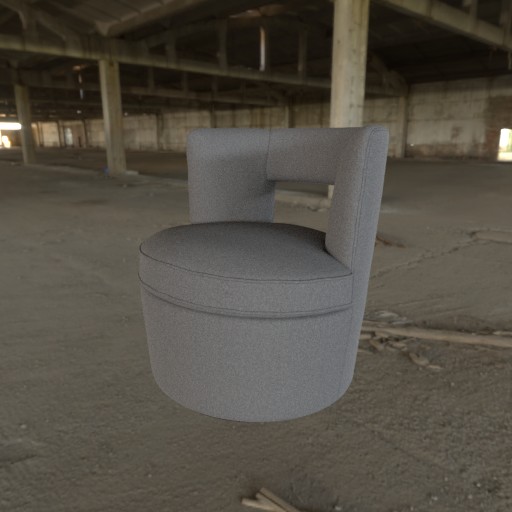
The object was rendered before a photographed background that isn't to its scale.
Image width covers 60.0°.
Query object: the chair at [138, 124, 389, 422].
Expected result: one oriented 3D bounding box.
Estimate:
[{"bbox_3d":[0.000,0.000,1.279,0.660,0.719,0.689,-14,20,-42],"label":"chair"}]
